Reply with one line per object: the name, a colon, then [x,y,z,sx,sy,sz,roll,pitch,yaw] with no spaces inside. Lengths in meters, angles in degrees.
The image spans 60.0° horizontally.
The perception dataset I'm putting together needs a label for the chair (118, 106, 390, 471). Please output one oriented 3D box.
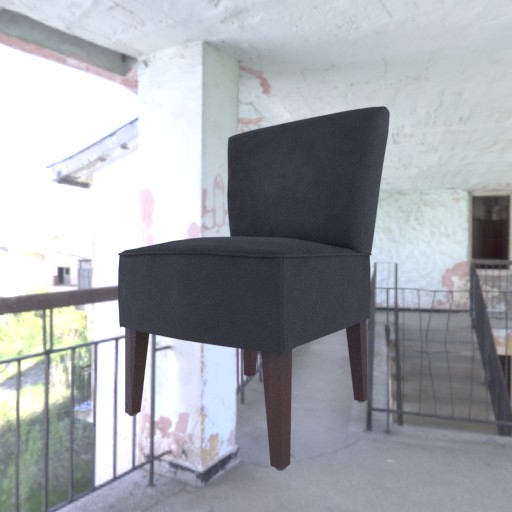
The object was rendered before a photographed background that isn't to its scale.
chair: [0.000,0.000,1.151,0.521,0.806,0.554,1,1,37]
